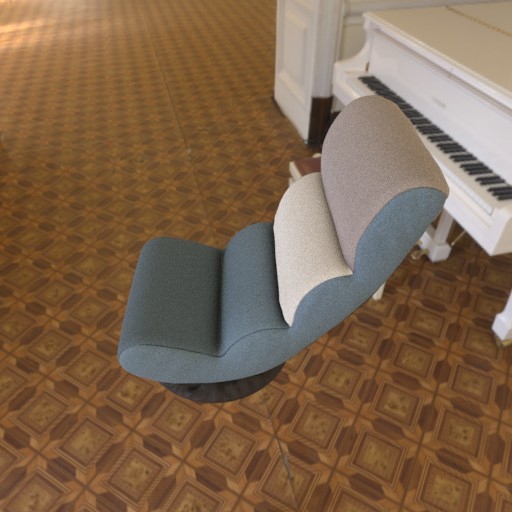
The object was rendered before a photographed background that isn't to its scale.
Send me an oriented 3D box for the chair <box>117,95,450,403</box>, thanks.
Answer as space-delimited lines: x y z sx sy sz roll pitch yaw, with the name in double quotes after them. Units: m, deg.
0.000 0.000 1.066 0.661 0.641 0.420 -1 42 -2 "chair"
